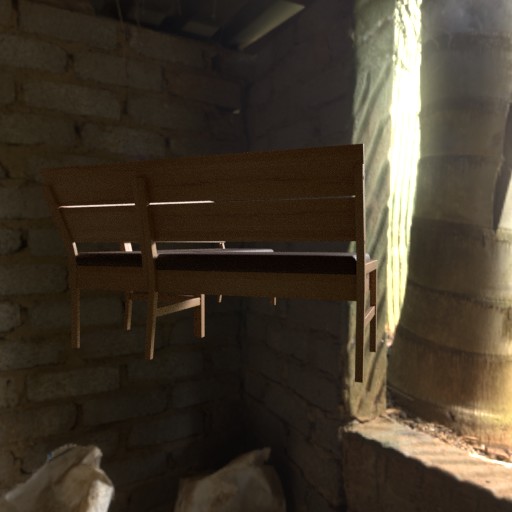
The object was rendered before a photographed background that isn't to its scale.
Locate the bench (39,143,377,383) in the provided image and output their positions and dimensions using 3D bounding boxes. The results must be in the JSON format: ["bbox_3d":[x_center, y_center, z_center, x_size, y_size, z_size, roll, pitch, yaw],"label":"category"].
[{"bbox_3d":[0.000,0.000,2.806,1.549,0.890,1.975,1,2,20],"label":"bench"}]
